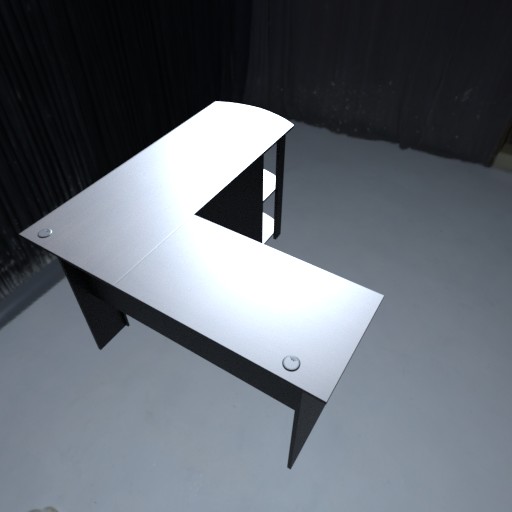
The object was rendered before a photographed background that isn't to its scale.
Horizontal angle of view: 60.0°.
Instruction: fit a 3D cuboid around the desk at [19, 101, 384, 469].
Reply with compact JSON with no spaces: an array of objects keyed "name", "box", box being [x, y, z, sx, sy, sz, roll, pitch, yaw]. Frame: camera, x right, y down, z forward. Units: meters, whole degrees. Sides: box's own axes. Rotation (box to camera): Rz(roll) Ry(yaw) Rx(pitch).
[{"name":"desk","box":[0.000,0.000,2.122,1.303,0.716,1.361,24,50,22]}]
